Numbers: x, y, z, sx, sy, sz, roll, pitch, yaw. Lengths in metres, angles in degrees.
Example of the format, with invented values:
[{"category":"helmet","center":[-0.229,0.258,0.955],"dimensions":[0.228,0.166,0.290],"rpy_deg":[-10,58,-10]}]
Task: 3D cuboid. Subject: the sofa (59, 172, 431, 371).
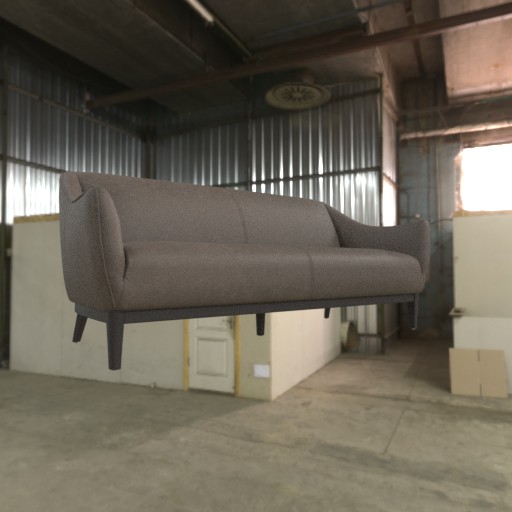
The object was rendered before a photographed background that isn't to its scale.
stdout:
[{"category":"sofa","center":[0.000,0.000,2.332],"dimensions":[1.928,0.831,0.869],"rpy_deg":[1,-2,-36]}]
